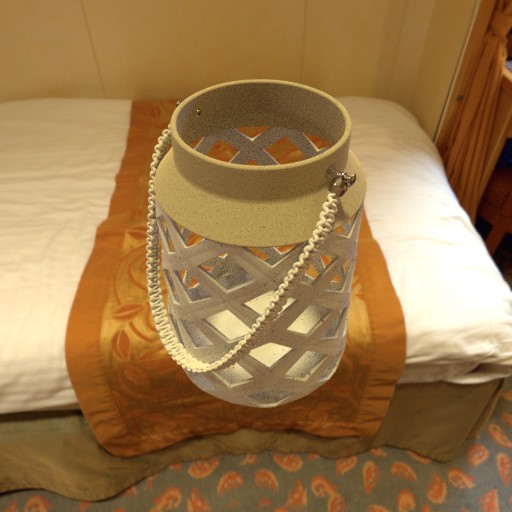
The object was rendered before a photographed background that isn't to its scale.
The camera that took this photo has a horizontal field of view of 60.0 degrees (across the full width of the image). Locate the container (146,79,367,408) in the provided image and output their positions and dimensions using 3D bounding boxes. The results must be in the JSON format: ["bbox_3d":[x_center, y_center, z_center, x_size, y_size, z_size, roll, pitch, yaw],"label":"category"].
[{"bbox_3d":[0.000,0.000,0.398,0.188,0.264,0.198,31,53,27],"label":"container"}]
